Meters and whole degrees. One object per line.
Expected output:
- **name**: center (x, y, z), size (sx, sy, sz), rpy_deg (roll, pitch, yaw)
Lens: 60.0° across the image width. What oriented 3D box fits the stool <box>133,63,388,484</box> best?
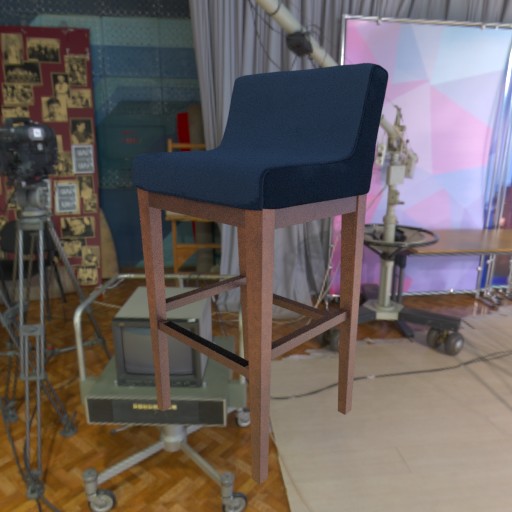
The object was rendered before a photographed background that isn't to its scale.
- **stool**: center (0.000, 0.000, 1.294), size (0.511, 1.037, 0.500), rpy_deg (16, 23, 42)
